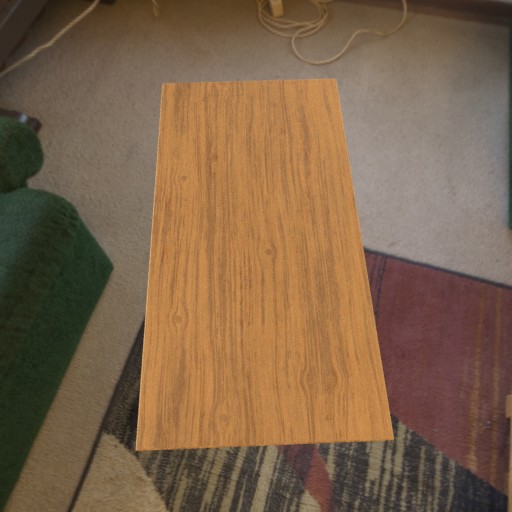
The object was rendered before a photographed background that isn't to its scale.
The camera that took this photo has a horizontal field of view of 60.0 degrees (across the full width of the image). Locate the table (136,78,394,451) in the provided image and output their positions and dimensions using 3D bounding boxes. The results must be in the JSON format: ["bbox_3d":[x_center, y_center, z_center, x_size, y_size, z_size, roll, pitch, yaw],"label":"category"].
[{"bbox_3d":[0.000,0.000,1.667,0.693,0.445,1.331,-2,64,-1],"label":"table"}]
